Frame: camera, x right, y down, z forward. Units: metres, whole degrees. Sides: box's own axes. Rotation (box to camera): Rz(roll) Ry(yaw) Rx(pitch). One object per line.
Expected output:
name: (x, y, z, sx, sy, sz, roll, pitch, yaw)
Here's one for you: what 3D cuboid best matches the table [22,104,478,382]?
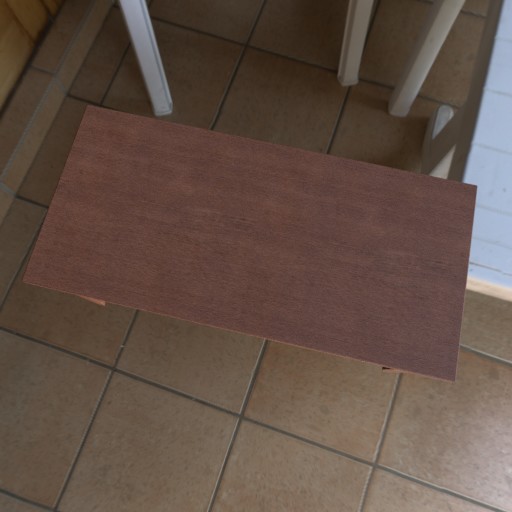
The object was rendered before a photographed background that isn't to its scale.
table: (0.000, 0.000, 1.287, 1.016, 0.457, 0.483, 13, 76, 3)
